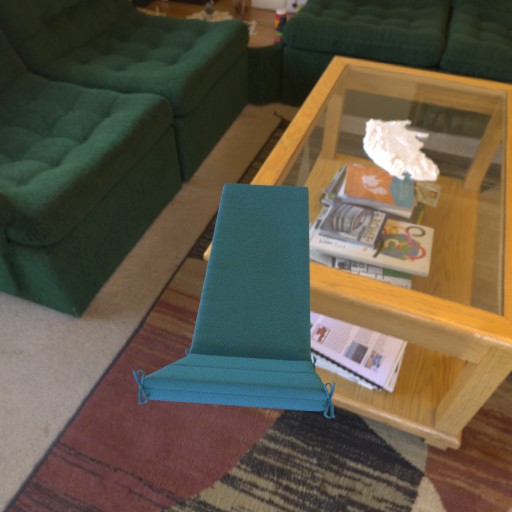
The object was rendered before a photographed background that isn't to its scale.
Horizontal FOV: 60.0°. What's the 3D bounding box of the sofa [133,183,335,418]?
[{"bbox_3d":[0.000,0.000,1.954,0.582,0.622,1.663,3,47,3],"label":"sofa"}]
